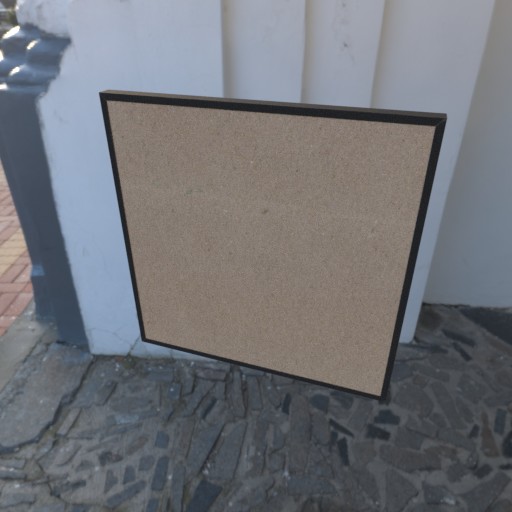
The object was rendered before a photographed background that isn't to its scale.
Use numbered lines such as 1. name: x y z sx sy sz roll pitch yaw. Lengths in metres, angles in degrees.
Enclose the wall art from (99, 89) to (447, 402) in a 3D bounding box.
1. wall art: 0.000 0.000 1.137 0.762 0.762 0.038 10 32 16
